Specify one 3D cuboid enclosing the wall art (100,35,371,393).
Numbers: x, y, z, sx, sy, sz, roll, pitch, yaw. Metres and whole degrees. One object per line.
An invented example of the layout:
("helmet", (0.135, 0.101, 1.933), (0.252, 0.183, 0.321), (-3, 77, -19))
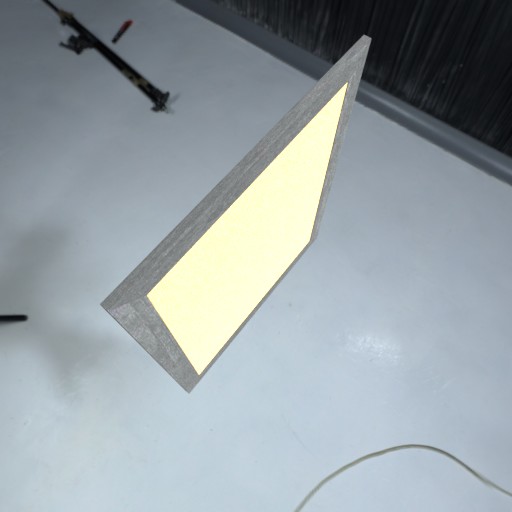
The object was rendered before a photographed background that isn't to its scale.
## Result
("wall art", (0.000, 0.000, 0.764), (0.013, 0.570, 0.476), (35, 70, 15))
